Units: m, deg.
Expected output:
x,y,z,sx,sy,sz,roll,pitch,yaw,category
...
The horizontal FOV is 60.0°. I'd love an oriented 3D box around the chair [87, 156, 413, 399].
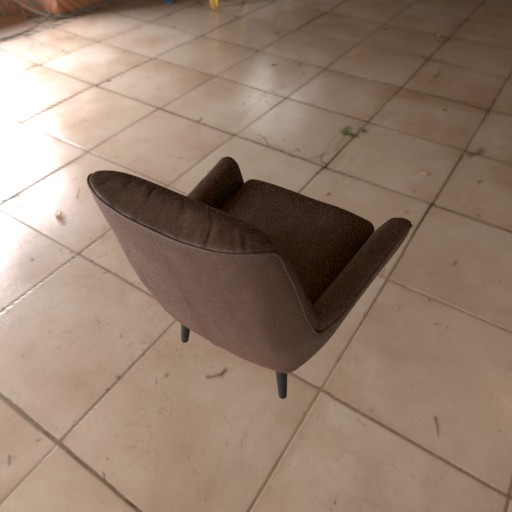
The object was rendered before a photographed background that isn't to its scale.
x,y,z,sx,sy,sz,roll,pitch,yaw,category
0.000,0.000,1.455,0.787,0.888,0.824,24,50,22,chair
